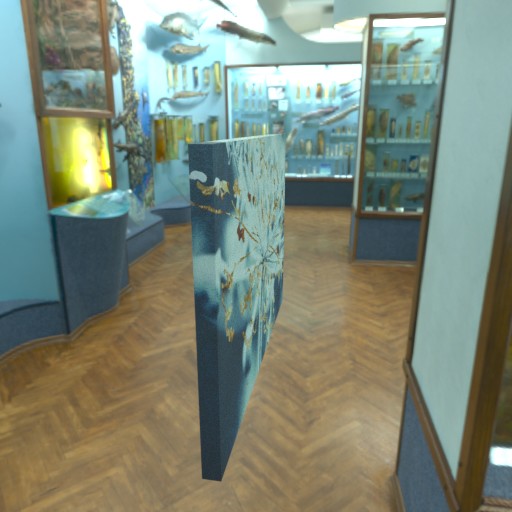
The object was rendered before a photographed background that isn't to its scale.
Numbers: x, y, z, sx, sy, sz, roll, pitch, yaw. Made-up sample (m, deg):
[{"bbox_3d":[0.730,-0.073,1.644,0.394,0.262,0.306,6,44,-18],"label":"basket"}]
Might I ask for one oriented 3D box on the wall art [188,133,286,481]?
[{"bbox_3d":[0.000,0.000,1.171,0.038,0.608,0.912,3,17,10],"label":"wall art"}]
